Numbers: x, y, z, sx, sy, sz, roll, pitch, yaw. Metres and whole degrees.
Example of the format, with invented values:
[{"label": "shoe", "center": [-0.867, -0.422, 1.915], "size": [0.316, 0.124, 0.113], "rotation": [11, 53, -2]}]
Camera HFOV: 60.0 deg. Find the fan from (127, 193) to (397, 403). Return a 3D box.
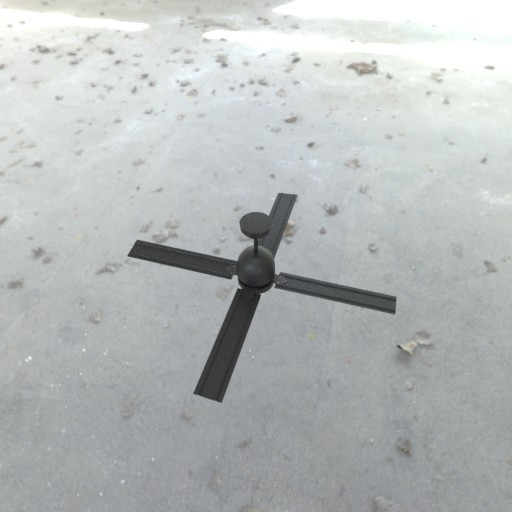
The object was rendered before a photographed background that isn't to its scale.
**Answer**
[{"label": "fan", "center": [0.000, 0.000, 2.038], "size": [1.319, 0.410, 1.319], "rotation": [11, 47, 10]}]
